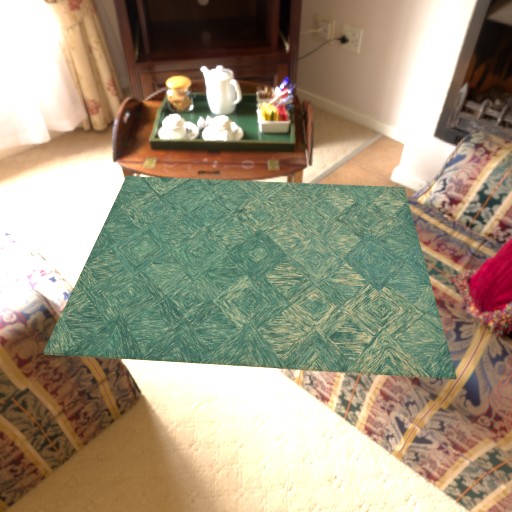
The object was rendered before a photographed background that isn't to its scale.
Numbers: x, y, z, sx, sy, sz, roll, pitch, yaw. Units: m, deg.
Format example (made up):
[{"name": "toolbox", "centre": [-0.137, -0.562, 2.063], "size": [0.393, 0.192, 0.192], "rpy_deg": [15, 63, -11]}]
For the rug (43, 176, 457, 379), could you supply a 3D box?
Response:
[{"name": "rug", "centre": [0.000, 0.000, 4.276], "size": [3.217, 0.027, 2.405], "rpy_deg": [3, 45, 3]}]
